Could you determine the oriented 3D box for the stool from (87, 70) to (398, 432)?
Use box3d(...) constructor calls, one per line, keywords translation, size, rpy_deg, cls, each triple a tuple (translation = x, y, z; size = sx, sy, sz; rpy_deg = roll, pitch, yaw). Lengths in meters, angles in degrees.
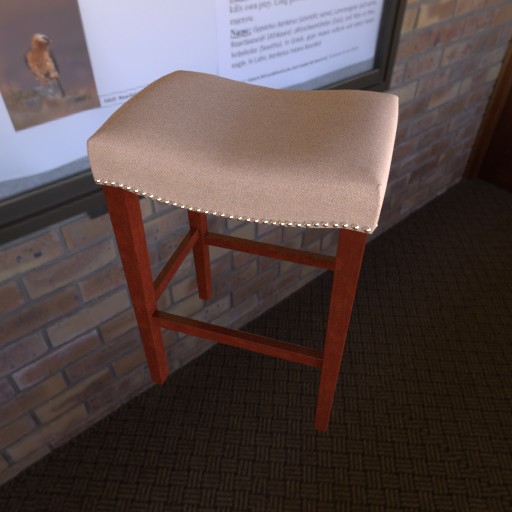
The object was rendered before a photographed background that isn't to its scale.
box3d(translation=(0.000, 0.000, 1.044), size=(0.504, 0.742, 0.372), rpy_deg=(12, 43, 13), cls="stool")
